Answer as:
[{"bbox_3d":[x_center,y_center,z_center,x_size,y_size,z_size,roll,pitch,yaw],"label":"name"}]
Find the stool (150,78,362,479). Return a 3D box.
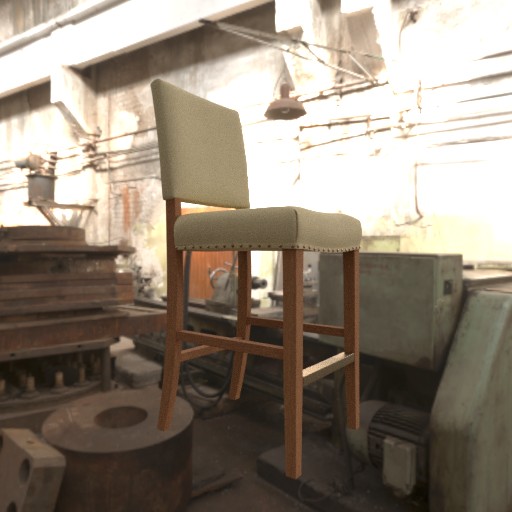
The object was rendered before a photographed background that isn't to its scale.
[{"bbox_3d":[0.000,0.000,1.493,0.584,1.168,0.445,0,1,36],"label":"stool"}]
